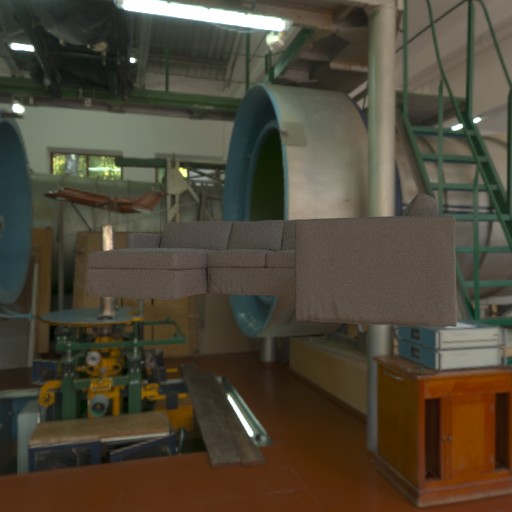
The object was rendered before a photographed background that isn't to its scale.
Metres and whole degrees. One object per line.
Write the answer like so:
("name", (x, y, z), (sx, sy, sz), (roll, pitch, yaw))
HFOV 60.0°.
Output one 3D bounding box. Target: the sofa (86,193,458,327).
("sofa", (0.000, 0.000, 4.442), (3.528, 0.878, 2.476), (0, 1, 19))
